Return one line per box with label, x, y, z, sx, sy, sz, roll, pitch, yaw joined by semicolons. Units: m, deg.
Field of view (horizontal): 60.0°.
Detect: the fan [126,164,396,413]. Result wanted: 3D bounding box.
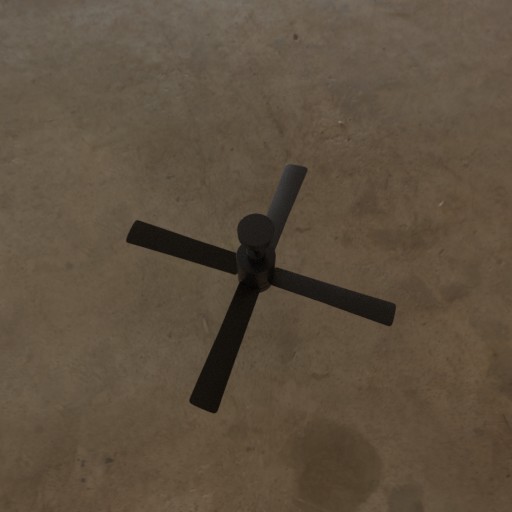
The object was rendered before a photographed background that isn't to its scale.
fan;0.000;0.000;2.256;1.525;0.534;1.525;18;64;9
